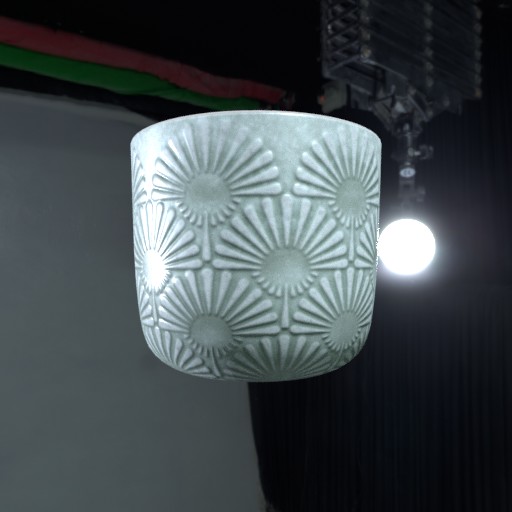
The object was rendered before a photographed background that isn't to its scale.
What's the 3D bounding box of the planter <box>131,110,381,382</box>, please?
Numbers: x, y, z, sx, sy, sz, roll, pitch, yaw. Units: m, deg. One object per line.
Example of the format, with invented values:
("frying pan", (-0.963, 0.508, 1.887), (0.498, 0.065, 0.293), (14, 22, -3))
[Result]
("planter", (0.000, 0.000, 0.227), (0.124, 0.109, 0.124), (0, 0, 0))
